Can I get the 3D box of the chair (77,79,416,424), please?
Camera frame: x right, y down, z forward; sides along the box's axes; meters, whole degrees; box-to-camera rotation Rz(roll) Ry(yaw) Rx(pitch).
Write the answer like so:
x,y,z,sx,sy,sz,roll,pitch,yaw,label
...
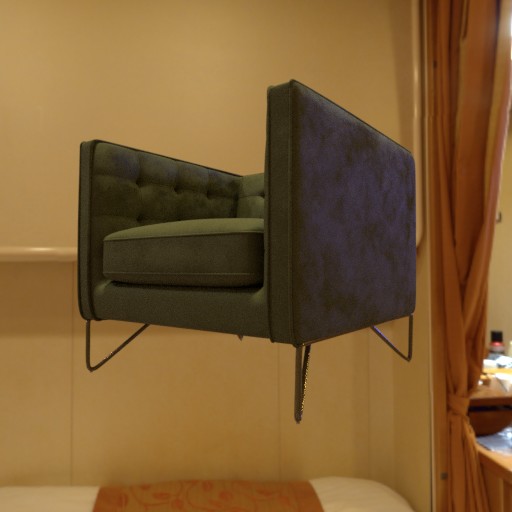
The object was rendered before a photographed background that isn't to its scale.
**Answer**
x,y,z,sx,sy,sz,roll,pitch,yaw,label
0.000,0.000,1.574,0.880,0.790,0.894,-1,-2,37,chair
